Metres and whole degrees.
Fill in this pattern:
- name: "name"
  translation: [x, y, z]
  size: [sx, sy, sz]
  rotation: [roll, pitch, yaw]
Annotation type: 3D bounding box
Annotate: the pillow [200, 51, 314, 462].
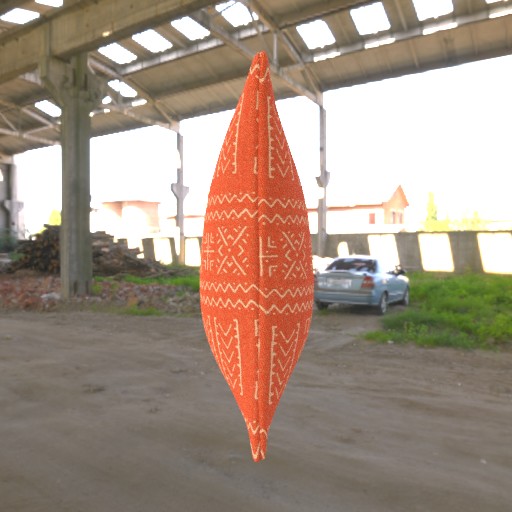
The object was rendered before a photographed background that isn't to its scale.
- name: "pillow"
  translation: [0.000, 0.000, 0.675]
  size: [0.164, 0.429, 0.438]
  rotation: [0, 0, -1]
